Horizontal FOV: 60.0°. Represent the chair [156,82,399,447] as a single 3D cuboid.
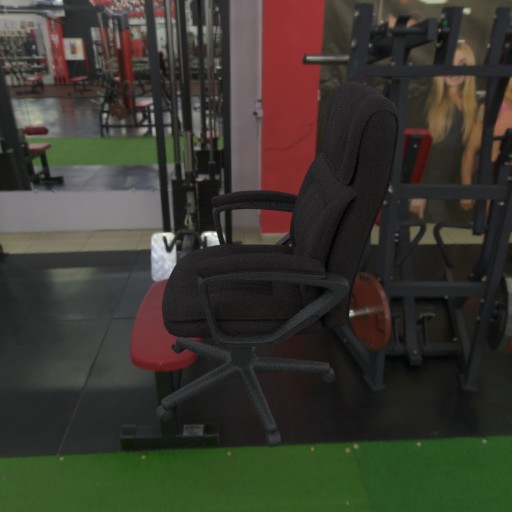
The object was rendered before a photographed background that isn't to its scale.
[{"bbox_3d":[0.000,0.000,1.520,0.724,1.105,0.667,0,26,-1],"label":"chair"}]
